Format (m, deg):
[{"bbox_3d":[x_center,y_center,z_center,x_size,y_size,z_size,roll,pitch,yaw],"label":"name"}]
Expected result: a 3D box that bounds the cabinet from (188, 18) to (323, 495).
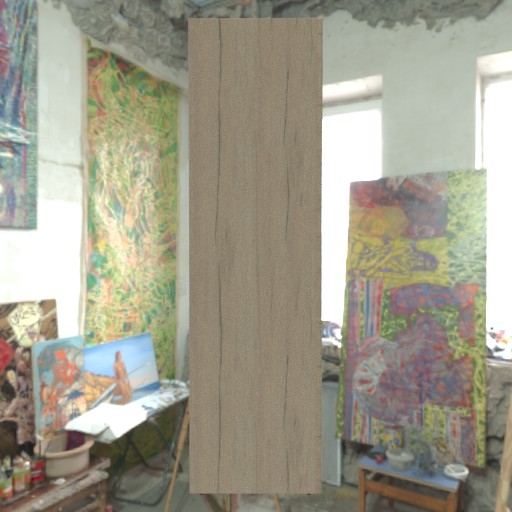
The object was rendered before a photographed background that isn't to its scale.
[{"bbox_3d":[0.000,0.000,2.623,0.580,2.070,1.400,0,1,0],"label":"cabinet"}]
